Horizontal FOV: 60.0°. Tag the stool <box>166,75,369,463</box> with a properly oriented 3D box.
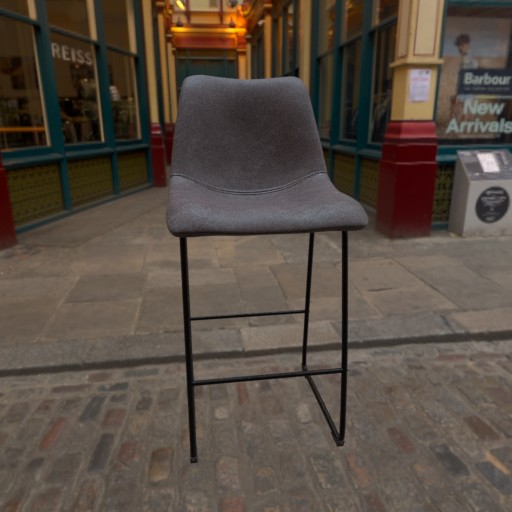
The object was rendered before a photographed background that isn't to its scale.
[{"bbox_3d":[0.000,0.000,1.376,0.514,1.082,0.561,-3,18,-8],"label":"stool"}]
